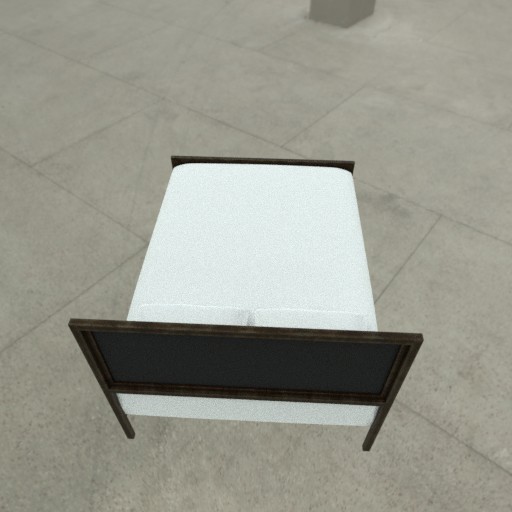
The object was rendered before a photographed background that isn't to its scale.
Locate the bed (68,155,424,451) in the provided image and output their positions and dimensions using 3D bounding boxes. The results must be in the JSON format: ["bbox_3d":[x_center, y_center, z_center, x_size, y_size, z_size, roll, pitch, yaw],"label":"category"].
[{"bbox_3d":[0.000,0.000,3.235,1.607,1.313,2.221,2,46,2],"label":"bed"}]
